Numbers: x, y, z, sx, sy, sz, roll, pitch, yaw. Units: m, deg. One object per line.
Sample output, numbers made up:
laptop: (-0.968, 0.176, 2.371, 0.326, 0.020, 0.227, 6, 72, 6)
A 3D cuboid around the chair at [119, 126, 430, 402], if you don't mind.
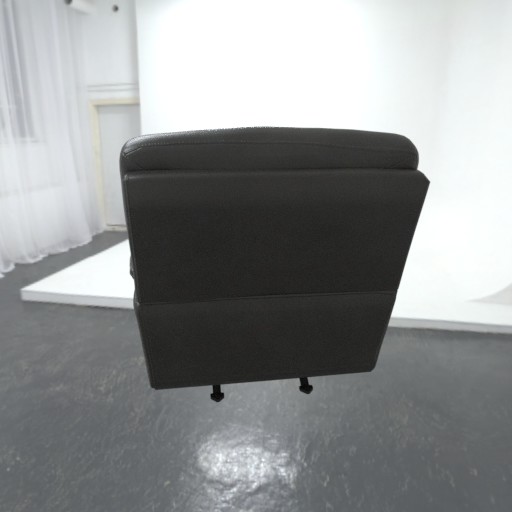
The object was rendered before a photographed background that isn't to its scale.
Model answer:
chair: (0.000, 0.000, 2.013, 1.096, 1.109, 1.087, -2, 15, -9)
